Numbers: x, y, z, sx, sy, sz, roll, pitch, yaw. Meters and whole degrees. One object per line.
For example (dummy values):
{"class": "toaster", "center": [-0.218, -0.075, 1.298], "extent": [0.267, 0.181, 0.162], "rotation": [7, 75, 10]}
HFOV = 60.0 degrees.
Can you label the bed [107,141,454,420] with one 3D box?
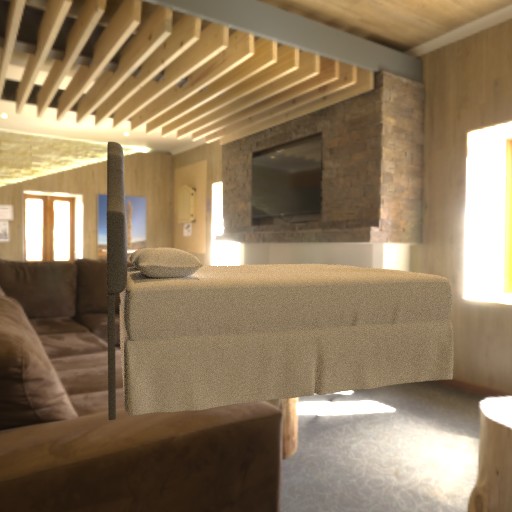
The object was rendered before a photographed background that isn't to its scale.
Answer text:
{"class": "bed", "center": [0.000, 0.000, 3.510], "extent": [2.214, 1.615, 2.008], "rotation": [-1, 2, -18]}
